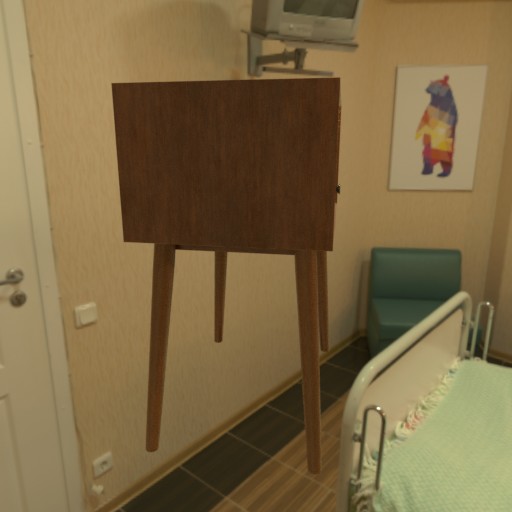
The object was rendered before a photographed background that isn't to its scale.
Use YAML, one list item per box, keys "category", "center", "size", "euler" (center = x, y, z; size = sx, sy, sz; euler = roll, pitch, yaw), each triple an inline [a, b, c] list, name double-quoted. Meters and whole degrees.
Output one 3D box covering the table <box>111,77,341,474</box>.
- category: "table"
  center: [0.000, 0.000, 0.854]
  size: [0.307, 0.580, 0.454]
  euler: [3, 15, 10]
